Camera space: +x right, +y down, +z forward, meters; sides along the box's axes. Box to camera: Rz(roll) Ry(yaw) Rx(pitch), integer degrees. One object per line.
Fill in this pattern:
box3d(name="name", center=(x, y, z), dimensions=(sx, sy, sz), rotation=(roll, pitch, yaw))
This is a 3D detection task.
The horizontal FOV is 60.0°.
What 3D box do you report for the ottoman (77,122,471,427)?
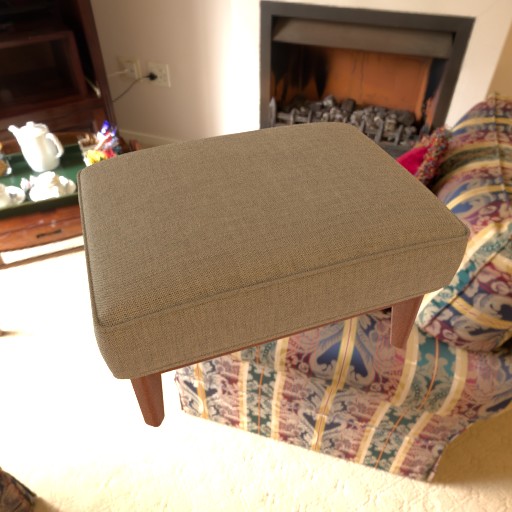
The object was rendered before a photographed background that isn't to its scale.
box3d(name="ottoman", center=(0.000, 0.000, 1.088), dimensions=(0.750, 0.458, 0.555), rotation=(-13, 43, -15))
